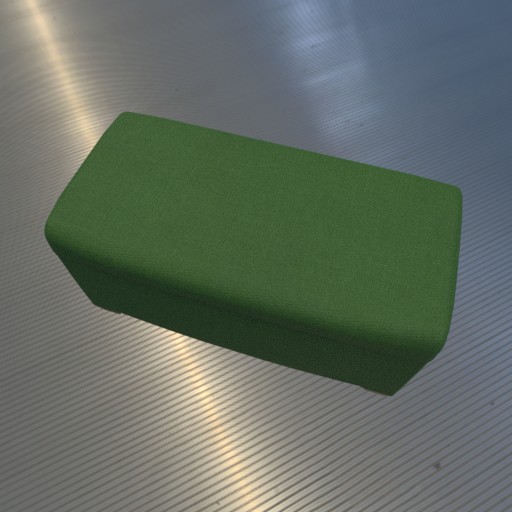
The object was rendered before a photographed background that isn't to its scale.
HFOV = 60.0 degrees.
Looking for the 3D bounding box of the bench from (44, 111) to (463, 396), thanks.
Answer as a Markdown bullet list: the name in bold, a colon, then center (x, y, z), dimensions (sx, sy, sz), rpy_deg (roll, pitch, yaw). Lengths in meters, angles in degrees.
- **bench**: center (0.000, 0.000, 1.297), dimensions (0.989, 0.501, 0.505), rpy_deg (15, 60, 9)
